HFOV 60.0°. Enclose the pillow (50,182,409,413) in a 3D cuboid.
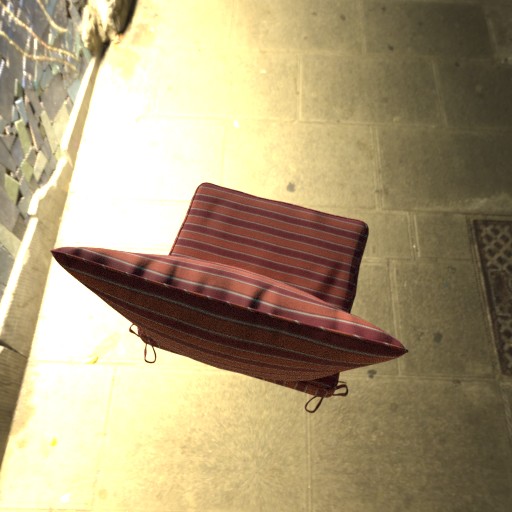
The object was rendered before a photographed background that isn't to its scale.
[{"bbox_3d":[0.000,0.000,1.358,0.799,0.723,0.733,15,65,7],"label":"pillow"}]
